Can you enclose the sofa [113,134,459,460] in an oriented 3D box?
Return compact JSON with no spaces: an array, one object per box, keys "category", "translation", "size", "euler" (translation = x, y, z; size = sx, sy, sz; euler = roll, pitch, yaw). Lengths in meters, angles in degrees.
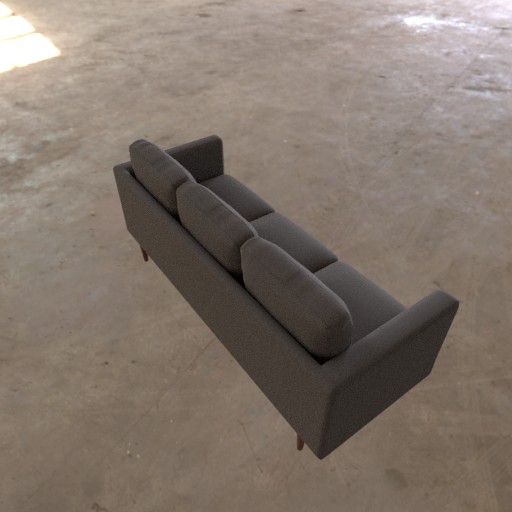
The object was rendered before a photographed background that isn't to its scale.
[{"category":"sofa","translation":[0.000,0.000,2.535],"size":[0.802,0.912,2.029],"euler":[-26,47,-26]}]
